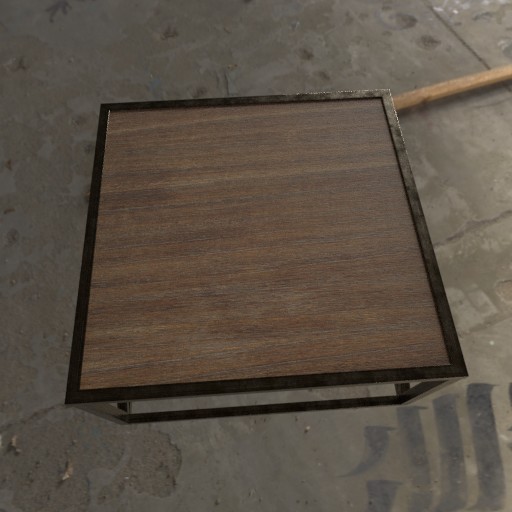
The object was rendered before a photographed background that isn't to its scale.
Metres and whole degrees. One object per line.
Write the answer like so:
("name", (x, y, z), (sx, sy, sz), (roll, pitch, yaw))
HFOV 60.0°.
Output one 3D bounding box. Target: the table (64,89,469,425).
("table", (0.000, 0.000, 1.393), (0.909, 0.451, 0.899), (-3, 64, -2))
